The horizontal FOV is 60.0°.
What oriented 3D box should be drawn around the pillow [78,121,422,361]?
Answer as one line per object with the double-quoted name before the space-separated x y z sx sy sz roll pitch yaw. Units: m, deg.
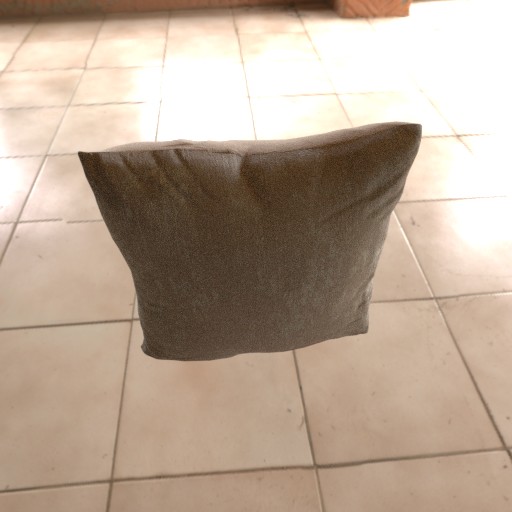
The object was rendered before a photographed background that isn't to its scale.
"pillow" 0.000 0.000 0.722 0.450 0.448 0.245 -4 45 -4
